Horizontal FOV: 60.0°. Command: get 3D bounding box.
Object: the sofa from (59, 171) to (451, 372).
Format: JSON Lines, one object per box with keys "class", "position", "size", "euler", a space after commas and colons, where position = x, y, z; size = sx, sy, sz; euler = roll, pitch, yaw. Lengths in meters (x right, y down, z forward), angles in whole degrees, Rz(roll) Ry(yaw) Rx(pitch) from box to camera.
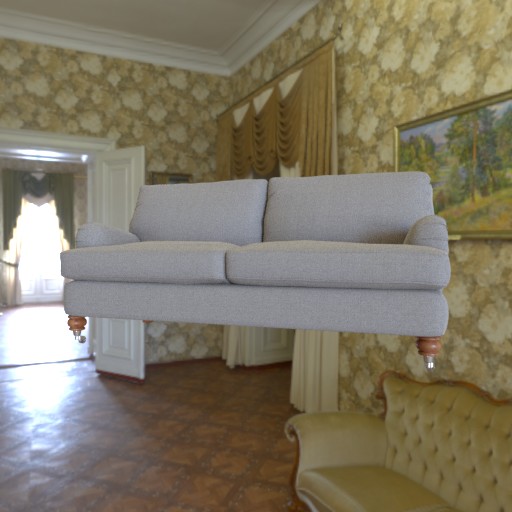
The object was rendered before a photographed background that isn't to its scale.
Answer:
{"class": "sofa", "position": [0.000, 0.000, 2.757], "size": [2.160, 1.054, 1.087], "euler": [0, 1, 18]}
